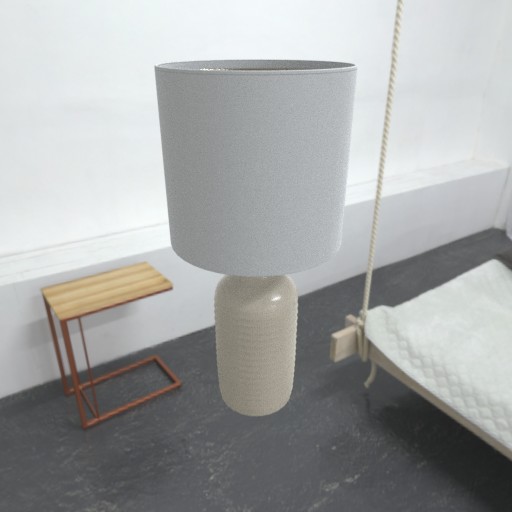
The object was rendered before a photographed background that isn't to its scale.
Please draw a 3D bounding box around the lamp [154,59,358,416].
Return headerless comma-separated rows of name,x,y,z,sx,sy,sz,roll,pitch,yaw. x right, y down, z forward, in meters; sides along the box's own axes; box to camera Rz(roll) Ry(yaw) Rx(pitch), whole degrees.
lamp,0.000,0.000,0.596,0.220,0.475,0.220,18,32,32
